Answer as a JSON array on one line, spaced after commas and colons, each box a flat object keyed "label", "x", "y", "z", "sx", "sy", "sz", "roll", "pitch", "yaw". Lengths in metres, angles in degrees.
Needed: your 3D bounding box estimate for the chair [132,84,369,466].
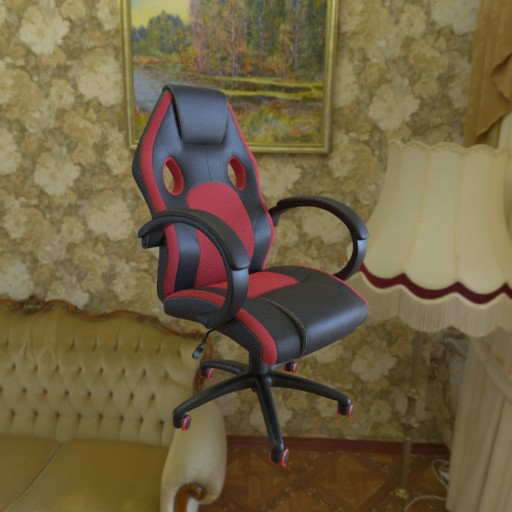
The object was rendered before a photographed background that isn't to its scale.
[{"label": "chair", "x": 0.000, "y": 0.000, "z": 1.563, "sx": 0.673, "sy": 1.187, "sz": 0.724, "roll": -13, "pitch": 18, "yaw": -44}]
